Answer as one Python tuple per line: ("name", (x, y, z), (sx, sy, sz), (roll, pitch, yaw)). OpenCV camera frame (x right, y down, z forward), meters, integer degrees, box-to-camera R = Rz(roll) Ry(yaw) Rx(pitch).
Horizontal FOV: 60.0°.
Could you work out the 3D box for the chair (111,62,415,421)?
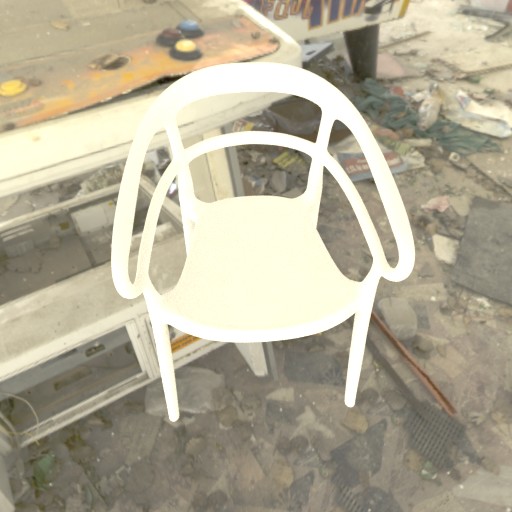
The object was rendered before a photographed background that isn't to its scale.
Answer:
("chair", (0.000, 0.000, 1.128), (0.559, 0.761, 0.527), (-3, 47, -3))
